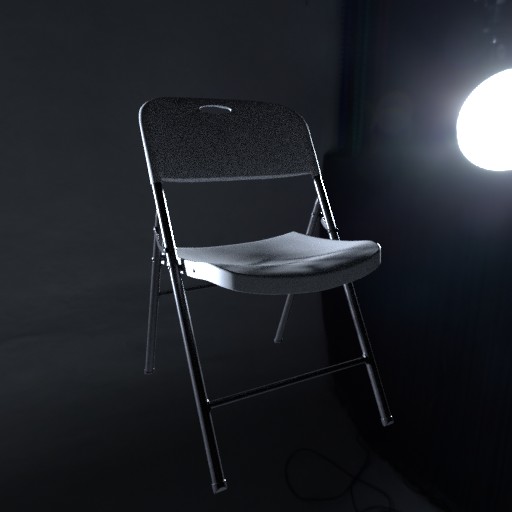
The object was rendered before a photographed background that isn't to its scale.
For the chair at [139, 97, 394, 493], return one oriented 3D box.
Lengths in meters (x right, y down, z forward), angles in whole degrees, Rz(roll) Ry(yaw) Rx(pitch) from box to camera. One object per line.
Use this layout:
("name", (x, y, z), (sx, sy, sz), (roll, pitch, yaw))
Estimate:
("chair", (0.000, 0.000, 1.144), (0.494, 0.810, 0.566), (-8, 16, -27))
